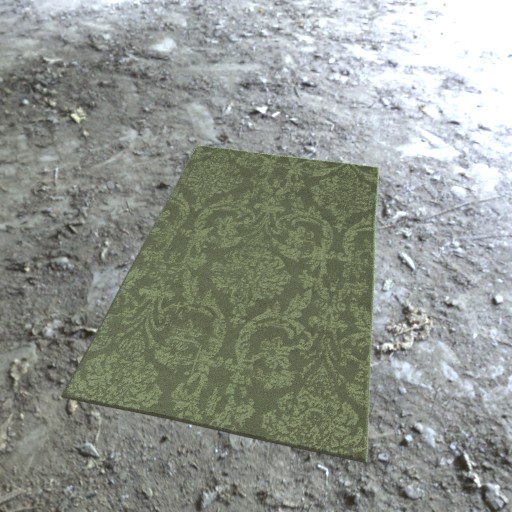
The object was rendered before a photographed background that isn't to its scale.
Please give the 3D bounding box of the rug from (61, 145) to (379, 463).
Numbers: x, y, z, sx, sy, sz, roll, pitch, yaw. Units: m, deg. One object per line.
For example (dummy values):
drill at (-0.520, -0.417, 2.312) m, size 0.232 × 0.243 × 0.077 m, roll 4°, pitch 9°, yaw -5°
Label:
rug at (0.000, 0.000, 2.288) m, size 1.206 × 0.012 × 1.824 m, roll 9°, pitch 48°, yaw 8°
